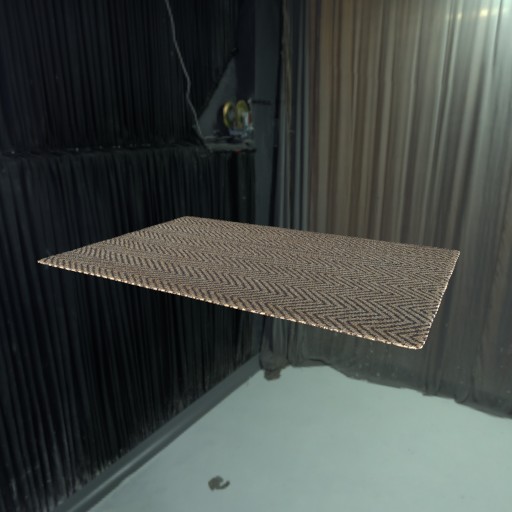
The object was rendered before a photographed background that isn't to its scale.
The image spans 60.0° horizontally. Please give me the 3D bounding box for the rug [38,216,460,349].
[{"bbox_3d":[0.000,0.000,2.284,1.828,0.008,1.219,9,19,27],"label":"rug"}]
